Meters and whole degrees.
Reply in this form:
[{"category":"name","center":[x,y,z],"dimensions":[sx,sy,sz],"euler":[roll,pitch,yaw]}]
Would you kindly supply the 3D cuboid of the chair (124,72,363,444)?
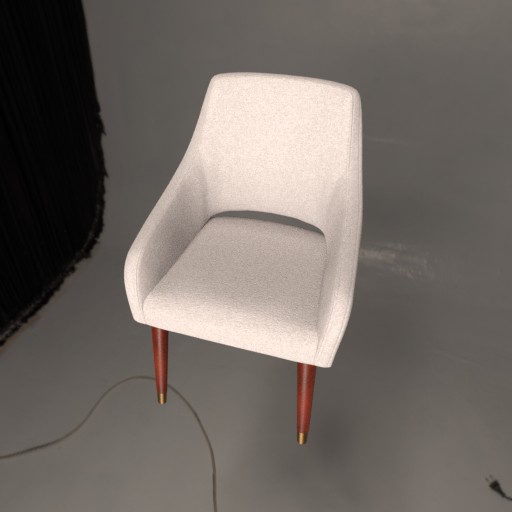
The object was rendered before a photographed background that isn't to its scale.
[{"category":"chair","center":[0.000,0.000,1.336],"dimensions":[0.609,0.889,0.600],"euler":[11,40,13]}]
